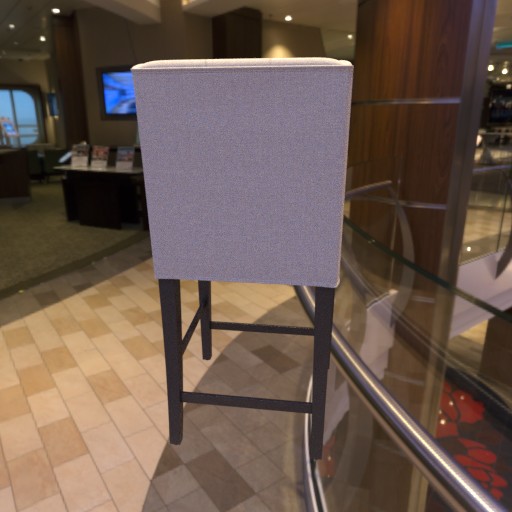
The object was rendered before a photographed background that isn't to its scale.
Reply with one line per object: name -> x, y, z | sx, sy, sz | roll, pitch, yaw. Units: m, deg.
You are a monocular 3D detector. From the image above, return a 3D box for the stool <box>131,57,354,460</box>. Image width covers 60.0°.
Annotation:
stool -> 0.000, 0.000, 1.214 | 0.474, 0.939, 0.509 | 2, 17, 8
